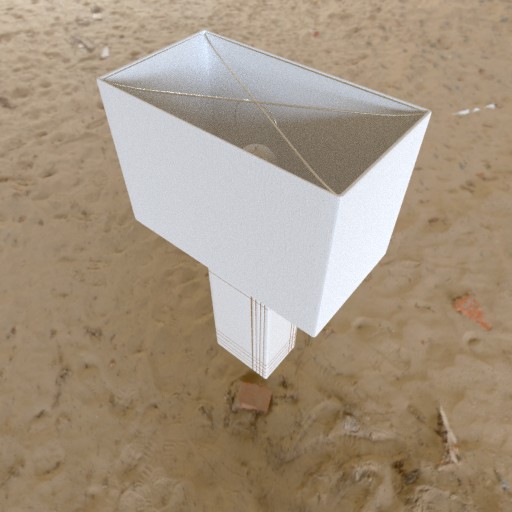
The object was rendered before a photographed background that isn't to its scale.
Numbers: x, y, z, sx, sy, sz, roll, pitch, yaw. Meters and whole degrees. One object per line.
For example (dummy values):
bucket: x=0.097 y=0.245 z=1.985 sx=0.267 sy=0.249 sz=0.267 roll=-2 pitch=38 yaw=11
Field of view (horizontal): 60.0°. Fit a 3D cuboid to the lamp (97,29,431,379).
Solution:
lamp: x=0.000 y=0.000 z=0.693 sx=0.334 sy=0.543 sz=0.182 roll=31 pitch=56 yaw=25
